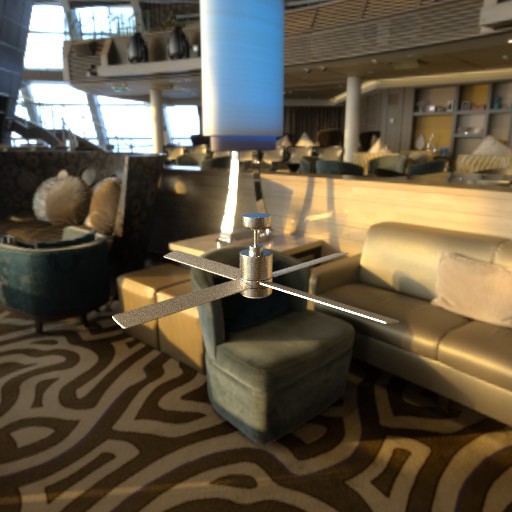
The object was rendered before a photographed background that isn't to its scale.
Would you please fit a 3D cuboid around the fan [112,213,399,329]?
[{"bbox_3d":[0.000,0.000,1.917,1.322,0.355,1.322,-14,21,-43],"label":"fan"}]
